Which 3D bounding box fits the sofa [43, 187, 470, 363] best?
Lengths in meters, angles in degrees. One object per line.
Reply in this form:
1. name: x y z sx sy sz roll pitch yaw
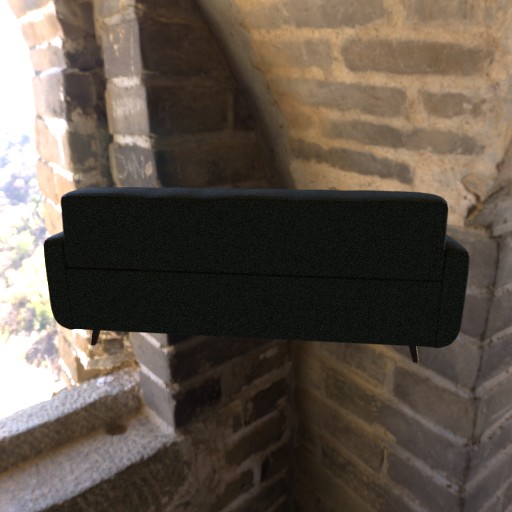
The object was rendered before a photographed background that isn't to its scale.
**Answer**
1. sofa: 0.000 0.000 2.545 2.029 0.841 0.909 2 16 6
